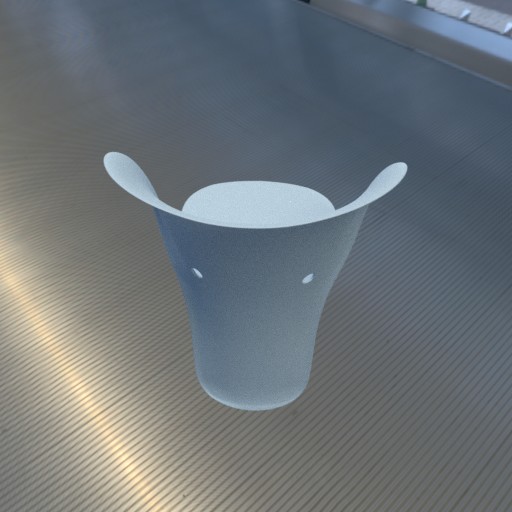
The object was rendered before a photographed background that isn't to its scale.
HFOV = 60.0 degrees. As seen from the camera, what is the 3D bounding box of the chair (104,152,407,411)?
[{"bbox_3d":[0.000,0.000,0.864,0.451,0.554,0.402,3,48,2],"label":"chair"}]
